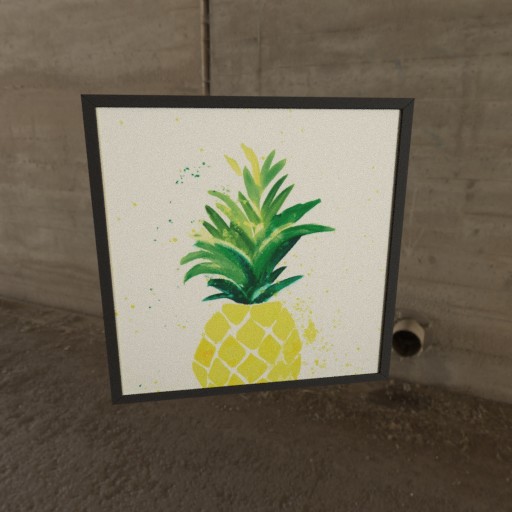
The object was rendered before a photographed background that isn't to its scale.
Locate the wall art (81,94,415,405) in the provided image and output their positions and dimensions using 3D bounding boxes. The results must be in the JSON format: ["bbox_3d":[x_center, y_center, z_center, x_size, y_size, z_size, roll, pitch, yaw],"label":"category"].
[{"bbox_3d":[0.000,0.000,1.122,0.762,0.760,0.037,-3,16,-9],"label":"wall art"}]
